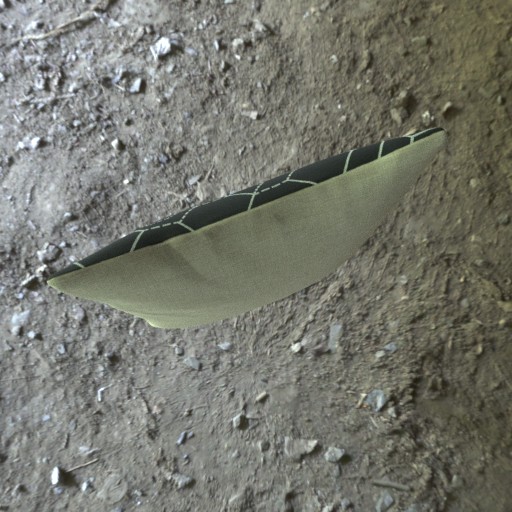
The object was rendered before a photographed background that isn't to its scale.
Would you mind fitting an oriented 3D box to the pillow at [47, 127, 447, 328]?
[{"bbox_3d":[0.000,0.000,0.774,0.517,0.508,0.158,-21,77,-5],"label":"pillow"}]
